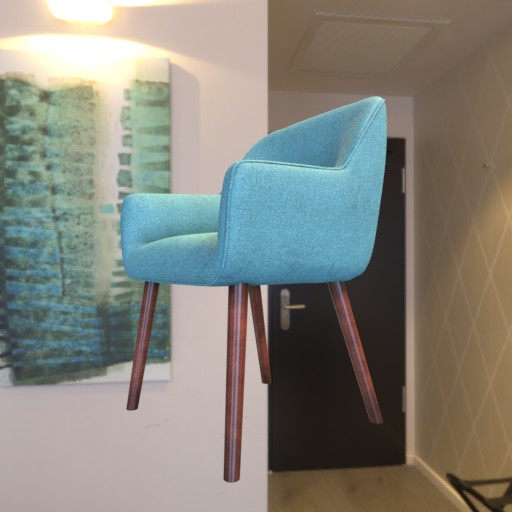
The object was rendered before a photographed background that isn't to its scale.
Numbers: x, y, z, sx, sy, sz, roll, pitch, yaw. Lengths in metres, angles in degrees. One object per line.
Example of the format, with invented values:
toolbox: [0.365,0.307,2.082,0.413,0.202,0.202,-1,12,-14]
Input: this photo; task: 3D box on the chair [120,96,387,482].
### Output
chair: [0.000,0.000,1.124,0.519,0.803,0.543,0,-1,-37]
